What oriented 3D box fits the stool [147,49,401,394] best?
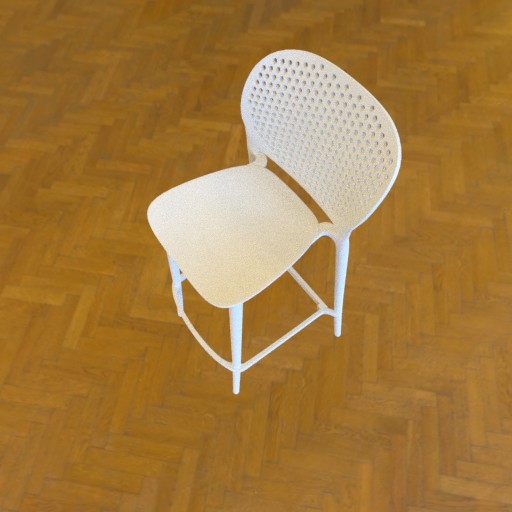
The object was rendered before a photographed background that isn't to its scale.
[{"bbox_3d":[0.000,0.000,1.346,0.535,1.045,0.536,-34,67,-16],"label":"stool"}]
